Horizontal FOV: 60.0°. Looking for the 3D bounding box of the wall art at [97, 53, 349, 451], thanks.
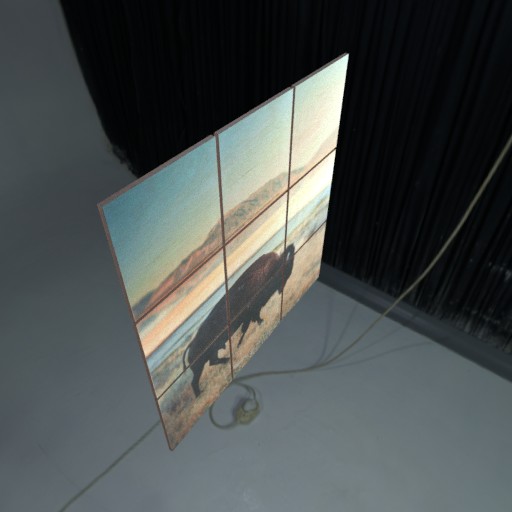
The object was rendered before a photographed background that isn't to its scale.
[{"bbox_3d":[0.000,0.000,1.306,0.018,0.904,0.906,25,48,25],"label":"wall art"}]
